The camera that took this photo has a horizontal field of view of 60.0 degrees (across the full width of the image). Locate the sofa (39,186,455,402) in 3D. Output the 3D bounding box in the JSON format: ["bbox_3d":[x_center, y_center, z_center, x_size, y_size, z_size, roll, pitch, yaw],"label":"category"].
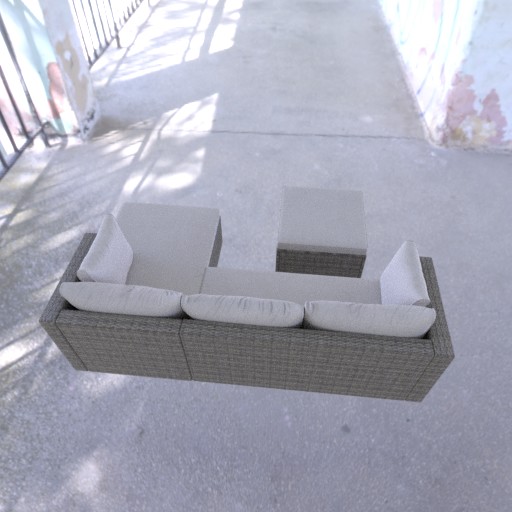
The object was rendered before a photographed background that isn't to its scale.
[{"bbox_3d":[0.000,0.000,3.050,2.192,0.766,1.662,4,47,4],"label":"sofa"}]
